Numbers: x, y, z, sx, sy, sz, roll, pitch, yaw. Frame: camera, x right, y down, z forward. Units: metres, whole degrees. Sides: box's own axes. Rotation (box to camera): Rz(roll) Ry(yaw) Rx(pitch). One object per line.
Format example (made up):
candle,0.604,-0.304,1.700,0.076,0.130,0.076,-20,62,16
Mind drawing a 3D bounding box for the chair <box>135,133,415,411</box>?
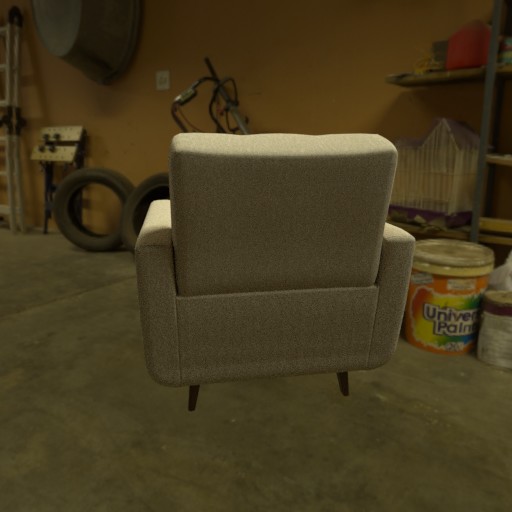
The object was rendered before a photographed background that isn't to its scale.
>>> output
chair,0.000,0.000,1.846,0.897,0.965,1.128,-2,14,-10
